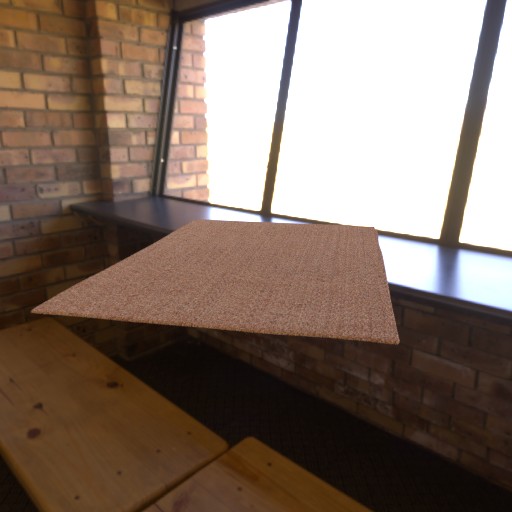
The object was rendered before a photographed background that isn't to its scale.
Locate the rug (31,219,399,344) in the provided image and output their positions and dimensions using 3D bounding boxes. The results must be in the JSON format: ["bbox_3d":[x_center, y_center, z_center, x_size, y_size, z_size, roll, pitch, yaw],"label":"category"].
[{"bbox_3d":[0.000,0.000,2.760,1.566,0.013,2.141,3,16,11],"label":"rug"}]
